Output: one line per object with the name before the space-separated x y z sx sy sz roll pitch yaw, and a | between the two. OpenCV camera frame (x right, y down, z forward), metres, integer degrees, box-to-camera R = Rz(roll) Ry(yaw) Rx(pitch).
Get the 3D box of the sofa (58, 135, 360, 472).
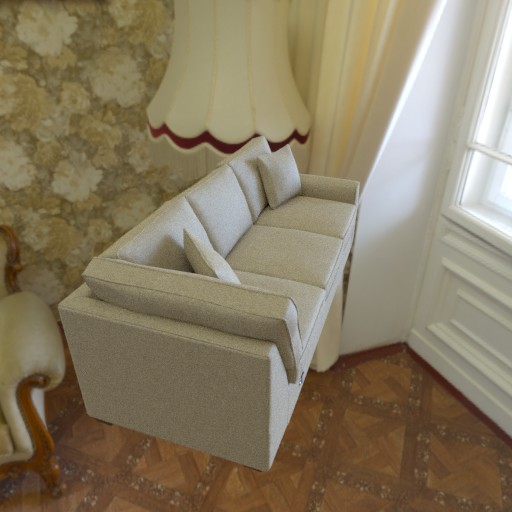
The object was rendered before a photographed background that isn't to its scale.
sofa | 0.000 0.000 2.858 1.053 0.948 2.323 10 32 17
